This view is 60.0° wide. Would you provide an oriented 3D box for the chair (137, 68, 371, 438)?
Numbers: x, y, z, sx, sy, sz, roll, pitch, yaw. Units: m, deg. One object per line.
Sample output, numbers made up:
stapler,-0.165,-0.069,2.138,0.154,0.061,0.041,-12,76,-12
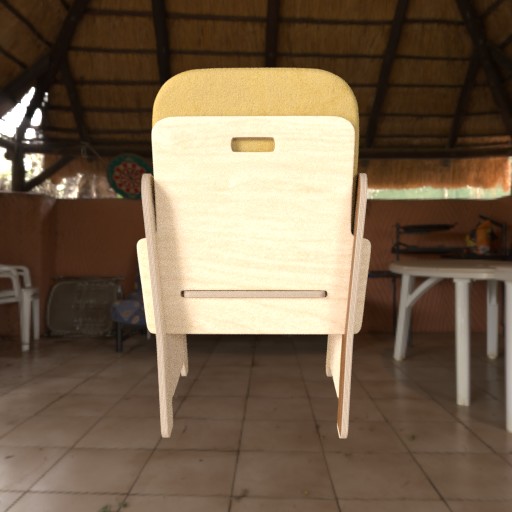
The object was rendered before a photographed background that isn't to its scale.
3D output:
chair,0.000,0.000,1.264,0.590,0.800,0.710,0,0,1
